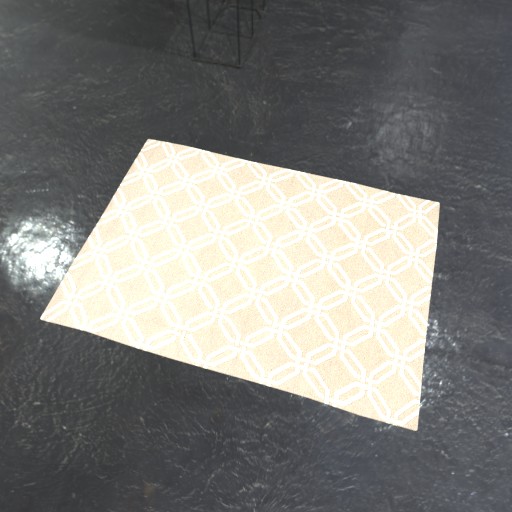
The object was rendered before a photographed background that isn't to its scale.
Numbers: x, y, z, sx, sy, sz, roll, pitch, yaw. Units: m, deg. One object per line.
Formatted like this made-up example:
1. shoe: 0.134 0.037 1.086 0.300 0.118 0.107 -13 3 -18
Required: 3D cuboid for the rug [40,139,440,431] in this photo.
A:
1. rug: 0.000 0.000 2.750 2.135 0.013 1.524 14 59 9
